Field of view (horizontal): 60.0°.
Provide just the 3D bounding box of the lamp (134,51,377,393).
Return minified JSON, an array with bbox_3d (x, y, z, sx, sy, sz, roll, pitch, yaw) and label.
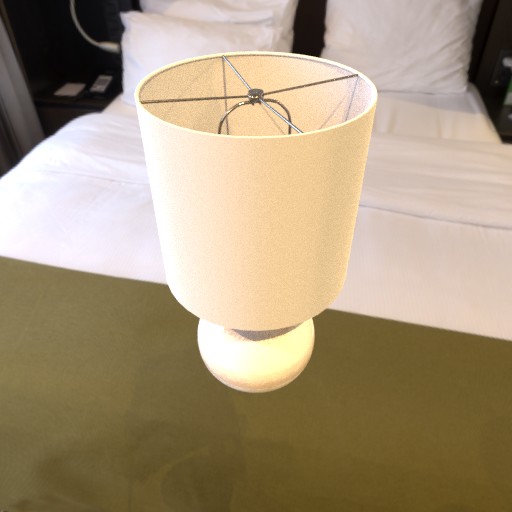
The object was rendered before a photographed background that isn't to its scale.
[{"bbox_3d":[0.000,0.000,0.533,0.217,0.404,0.217,-13,42,-15],"label":"lamp"}]
